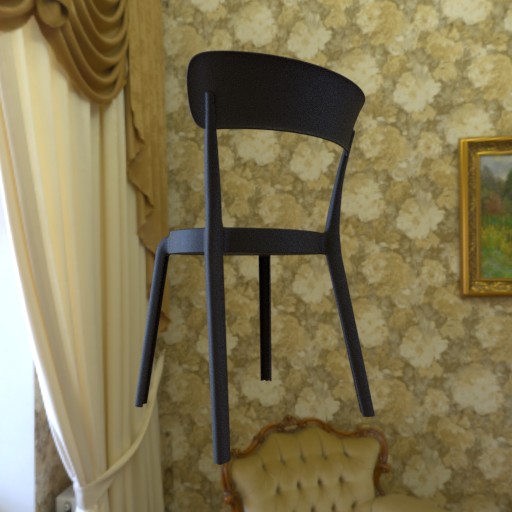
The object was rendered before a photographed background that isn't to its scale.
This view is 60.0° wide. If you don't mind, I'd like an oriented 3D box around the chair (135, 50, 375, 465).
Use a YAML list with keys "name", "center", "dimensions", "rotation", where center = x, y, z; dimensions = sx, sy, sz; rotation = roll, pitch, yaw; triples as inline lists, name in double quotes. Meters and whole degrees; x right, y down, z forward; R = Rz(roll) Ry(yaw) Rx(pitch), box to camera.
- name: "chair"
  center: [0.000, 0.000, 1.117]
  dimensions: [0.506, 0.790, 0.491]
  rotation: [1, -1, -36]
